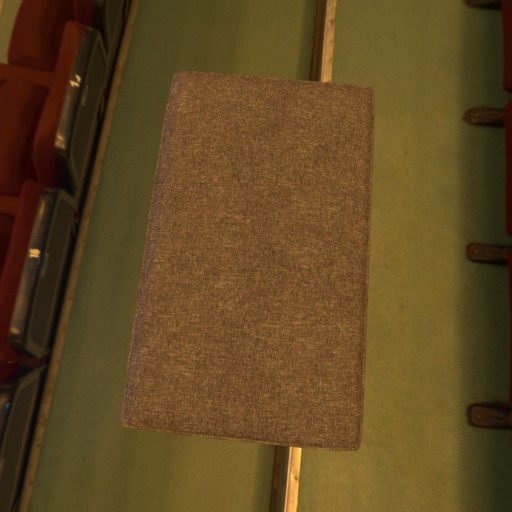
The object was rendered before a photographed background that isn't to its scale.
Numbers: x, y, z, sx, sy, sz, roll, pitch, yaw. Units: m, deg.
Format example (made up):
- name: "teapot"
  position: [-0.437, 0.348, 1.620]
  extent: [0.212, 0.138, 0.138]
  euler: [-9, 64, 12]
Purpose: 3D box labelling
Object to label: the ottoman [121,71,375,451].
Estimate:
- name: "ottoman"
  position: [0.000, 0.000, 1.562]
  extent: [0.717, 0.487, 1.184]
  euler: [6, 76, 1]
